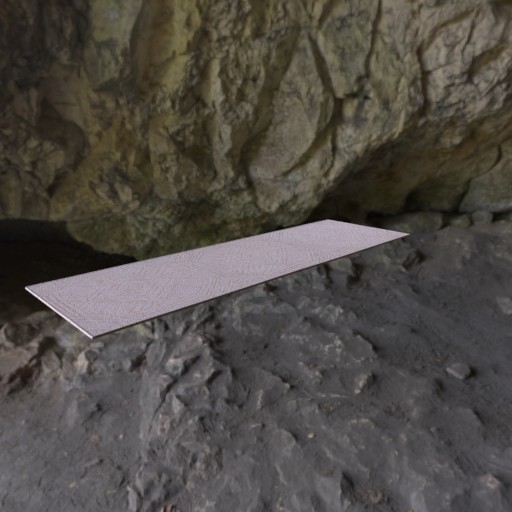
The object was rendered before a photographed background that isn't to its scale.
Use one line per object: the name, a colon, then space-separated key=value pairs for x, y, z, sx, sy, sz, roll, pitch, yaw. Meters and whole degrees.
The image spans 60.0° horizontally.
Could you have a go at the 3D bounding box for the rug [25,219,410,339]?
rug: x=0.000 y=0.000 z=2.754 sx=2.452 sy=0.012 sz=0.775 roll=-15 pitch=22 yaw=-42
